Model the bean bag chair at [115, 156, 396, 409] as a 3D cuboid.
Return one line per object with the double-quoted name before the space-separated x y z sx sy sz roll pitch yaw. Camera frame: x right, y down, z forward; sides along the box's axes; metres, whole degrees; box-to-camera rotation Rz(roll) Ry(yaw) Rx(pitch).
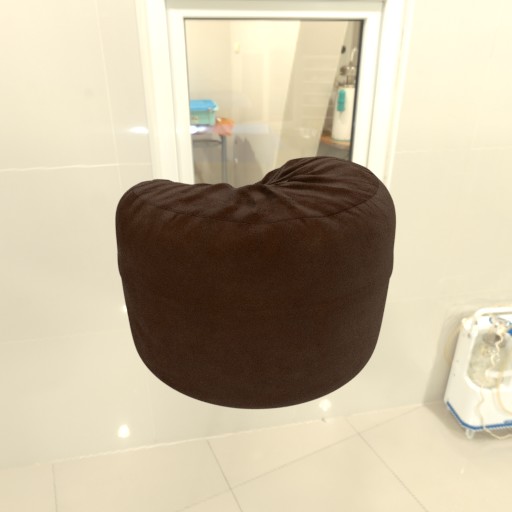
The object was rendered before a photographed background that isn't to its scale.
"bean bag chair" 0.000 0.000 1.545 0.918 0.616 0.918 0 26 0
